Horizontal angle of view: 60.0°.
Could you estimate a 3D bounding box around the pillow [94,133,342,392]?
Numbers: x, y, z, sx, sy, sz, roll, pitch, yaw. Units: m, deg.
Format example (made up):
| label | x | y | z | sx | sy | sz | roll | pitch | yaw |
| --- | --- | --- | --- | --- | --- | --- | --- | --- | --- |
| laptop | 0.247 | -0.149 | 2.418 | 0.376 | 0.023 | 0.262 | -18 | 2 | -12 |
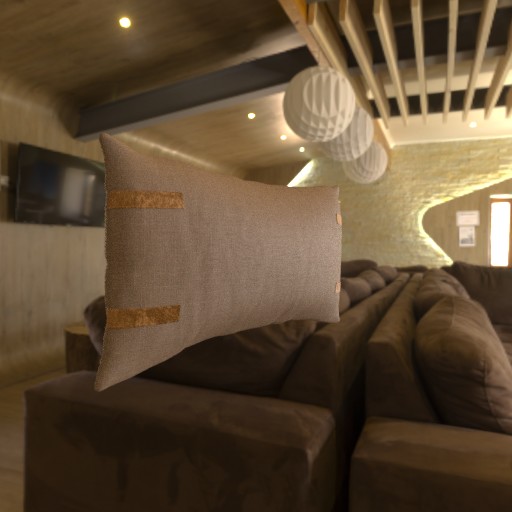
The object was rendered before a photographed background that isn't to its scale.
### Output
| label | x | y | z | sx | sy | sz | roll | pitch | yaw |
| --- | --- | --- | --- | --- | --- | --- | --- | --- | --- |
| pillow | 0.000 | 0.000 | 0.754 | 0.148 | 0.308 | 0.612 | 1 | 1 | 37 |
